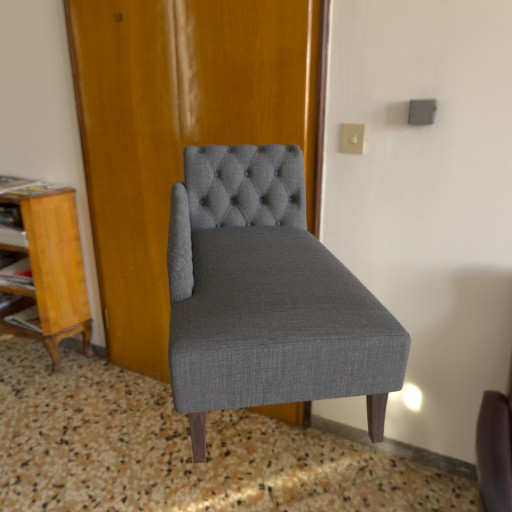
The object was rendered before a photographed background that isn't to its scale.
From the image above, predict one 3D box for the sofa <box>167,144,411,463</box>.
[{"bbox_3d":[0.000,0.000,1.805,0.675,0.787,1.379,-3,19,-8],"label":"sofa"}]
